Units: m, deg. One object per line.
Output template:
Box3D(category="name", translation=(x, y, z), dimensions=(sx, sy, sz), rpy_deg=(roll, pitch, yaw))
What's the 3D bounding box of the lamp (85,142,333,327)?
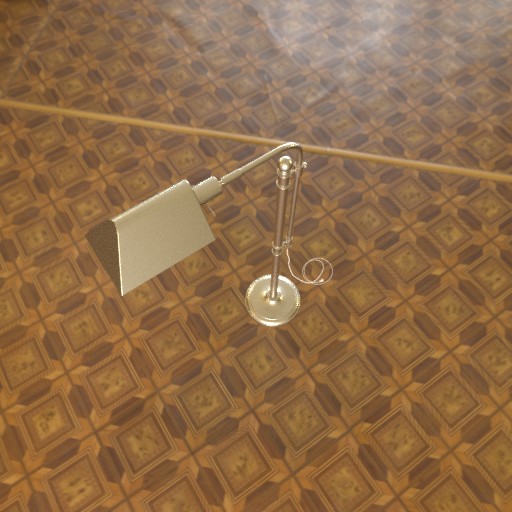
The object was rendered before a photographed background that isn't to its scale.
Box3D(category="lamp", translation=(0.000, 0.000, 0.960), dimensions=(0.546, 0.708, 0.159), rpy_deg=(-31, 67, -15))
